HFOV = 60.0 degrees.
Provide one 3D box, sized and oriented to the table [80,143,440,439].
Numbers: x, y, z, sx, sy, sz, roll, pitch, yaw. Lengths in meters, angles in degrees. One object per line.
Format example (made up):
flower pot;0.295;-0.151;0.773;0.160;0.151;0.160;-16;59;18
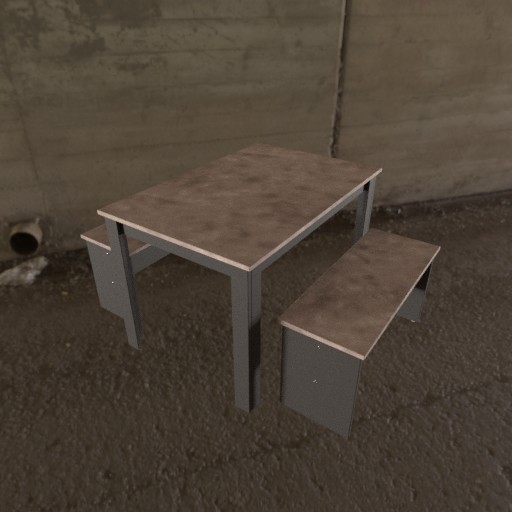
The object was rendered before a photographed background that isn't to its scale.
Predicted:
table;0.000;0.000;2.108;1.443;0.700;1.100;20;36;29
